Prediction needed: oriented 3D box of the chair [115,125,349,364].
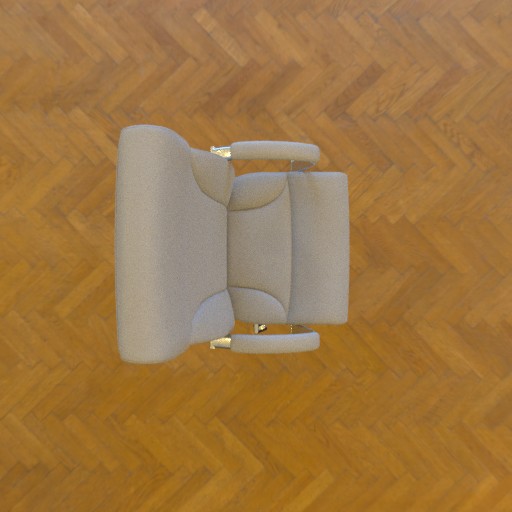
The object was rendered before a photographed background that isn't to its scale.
[{"bbox_3d":[0.000,0.000,1.565,0.745,1.099,0.727,0,90,0],"label":"chair"}]
